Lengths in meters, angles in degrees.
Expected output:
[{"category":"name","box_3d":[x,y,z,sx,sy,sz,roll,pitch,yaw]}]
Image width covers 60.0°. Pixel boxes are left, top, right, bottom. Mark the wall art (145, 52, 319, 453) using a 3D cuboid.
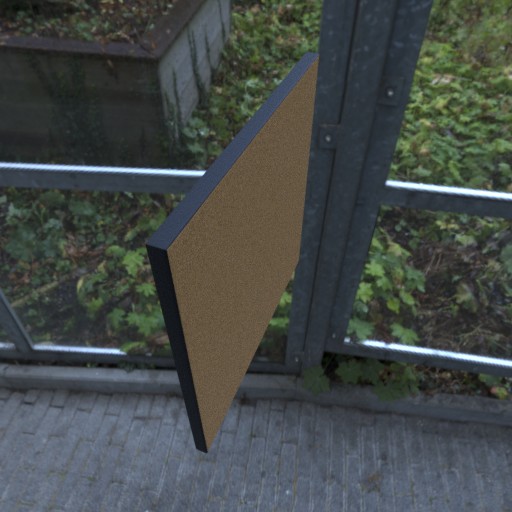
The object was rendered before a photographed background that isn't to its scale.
[{"category":"wall art","box_3d":[0.000,0.000,0.687,0.022,0.453,0.456,16,48,15]}]
